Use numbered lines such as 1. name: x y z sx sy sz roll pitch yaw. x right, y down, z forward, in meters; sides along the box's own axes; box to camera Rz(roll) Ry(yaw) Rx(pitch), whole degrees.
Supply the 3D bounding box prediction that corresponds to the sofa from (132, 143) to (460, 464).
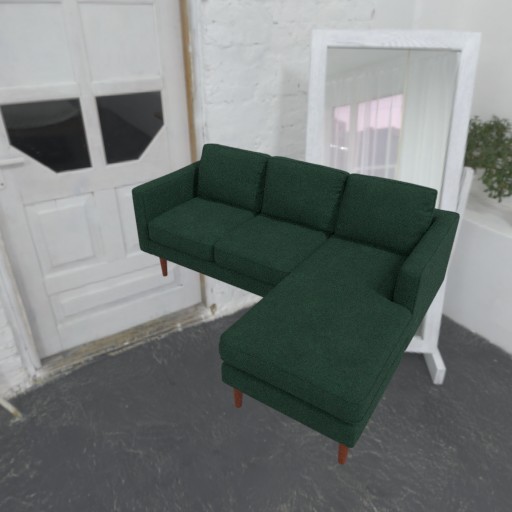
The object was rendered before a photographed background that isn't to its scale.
1. sofa: 0.000 0.000 2.781 2.030 0.899 1.580 19 35 28
